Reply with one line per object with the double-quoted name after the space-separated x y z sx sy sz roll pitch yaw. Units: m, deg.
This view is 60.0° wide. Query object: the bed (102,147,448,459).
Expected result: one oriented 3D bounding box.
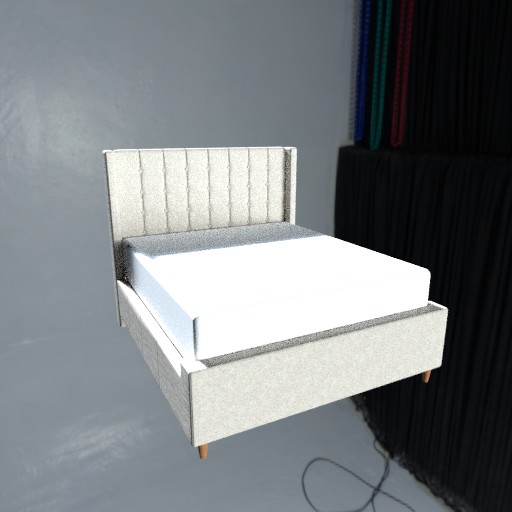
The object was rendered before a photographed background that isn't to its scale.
0.000 0.000 3.827 2.045 1.743 2.370 -8 17 -26 "bed"
